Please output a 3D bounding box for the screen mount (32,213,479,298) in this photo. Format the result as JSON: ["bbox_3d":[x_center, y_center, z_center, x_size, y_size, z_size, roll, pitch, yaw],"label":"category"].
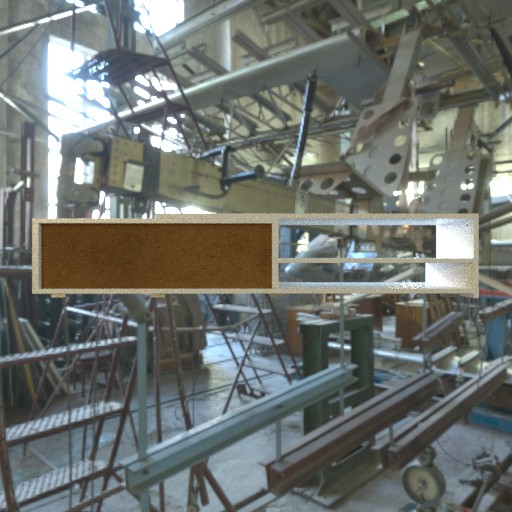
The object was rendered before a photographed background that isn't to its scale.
[{"bbox_3d":[0.000,0.000,1.877,1.680,0.320,0.420,0,0,-1],"label":"screen mount"}]
